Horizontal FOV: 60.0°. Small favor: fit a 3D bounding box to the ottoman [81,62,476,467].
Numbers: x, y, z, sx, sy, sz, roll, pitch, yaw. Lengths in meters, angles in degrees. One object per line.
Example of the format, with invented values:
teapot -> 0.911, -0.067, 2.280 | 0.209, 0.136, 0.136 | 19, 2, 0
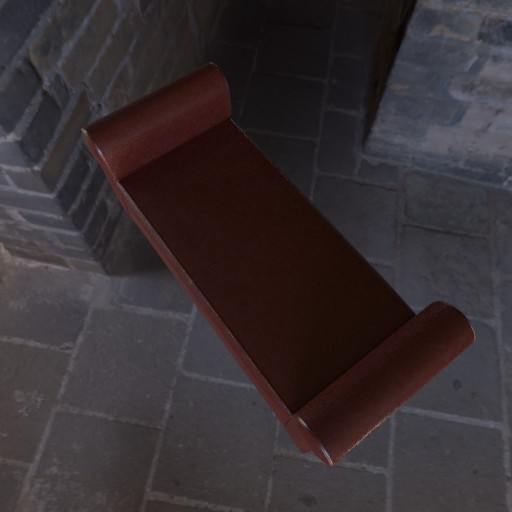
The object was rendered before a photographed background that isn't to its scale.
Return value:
ottoman -> 0.000, 0.000, 1.513 | 0.521, 0.547, 1.256 | -34, 69, -15
